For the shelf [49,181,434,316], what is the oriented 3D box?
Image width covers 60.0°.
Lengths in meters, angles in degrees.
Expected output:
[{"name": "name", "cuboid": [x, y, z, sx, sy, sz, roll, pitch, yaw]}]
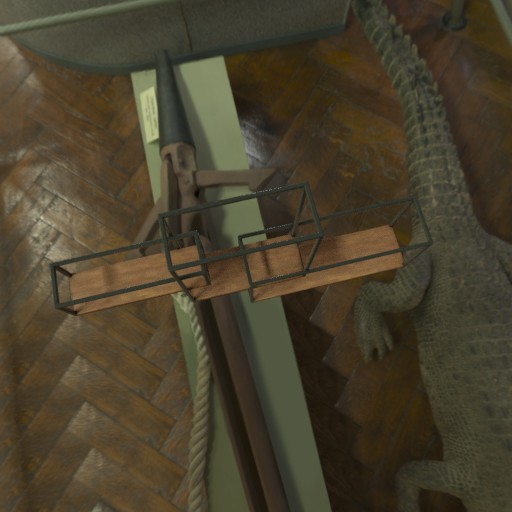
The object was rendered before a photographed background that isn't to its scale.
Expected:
[{"name": "shelf", "cuboid": [0.000, 0.000, 2.191, 1.781, 0.972, 0.275, -13, 74, -4]}]
